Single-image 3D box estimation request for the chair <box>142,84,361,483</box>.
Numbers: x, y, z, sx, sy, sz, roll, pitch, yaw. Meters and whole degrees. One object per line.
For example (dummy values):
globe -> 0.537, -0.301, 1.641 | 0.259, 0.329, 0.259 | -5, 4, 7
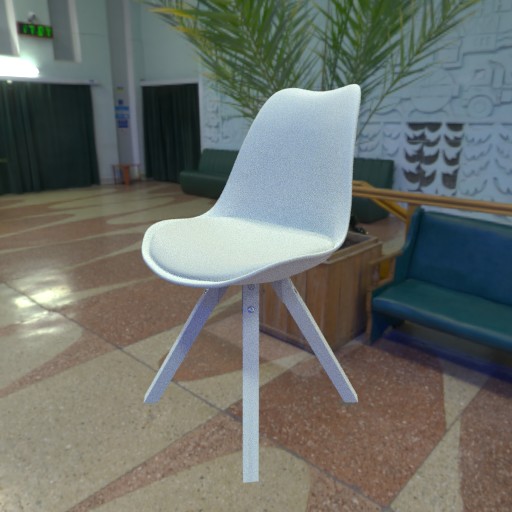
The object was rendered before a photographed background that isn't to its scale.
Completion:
chair -> 0.000, 0.000, 1.153 | 0.485, 0.850, 0.550 | 16, 23, 42
